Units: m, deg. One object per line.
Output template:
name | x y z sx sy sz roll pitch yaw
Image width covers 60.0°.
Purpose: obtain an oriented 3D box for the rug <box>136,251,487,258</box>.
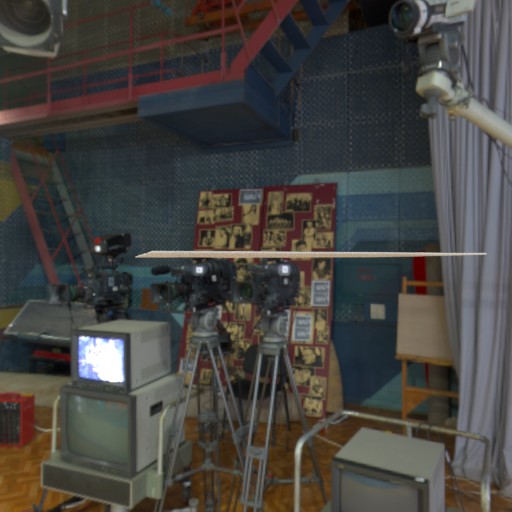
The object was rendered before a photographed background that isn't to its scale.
rug | 0.000 0.000 3.021 1.527 0.016 2.442 0 -1 -17
